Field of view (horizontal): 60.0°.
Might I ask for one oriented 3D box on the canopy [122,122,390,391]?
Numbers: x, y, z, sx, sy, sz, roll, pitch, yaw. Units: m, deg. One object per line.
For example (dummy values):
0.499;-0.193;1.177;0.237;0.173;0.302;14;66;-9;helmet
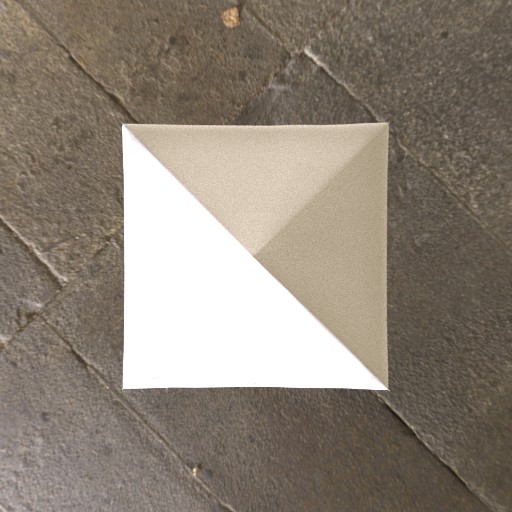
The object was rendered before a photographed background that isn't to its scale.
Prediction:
0.000;0.000;5.505;2.994;2.998;2.996;0;90;1;canopy
